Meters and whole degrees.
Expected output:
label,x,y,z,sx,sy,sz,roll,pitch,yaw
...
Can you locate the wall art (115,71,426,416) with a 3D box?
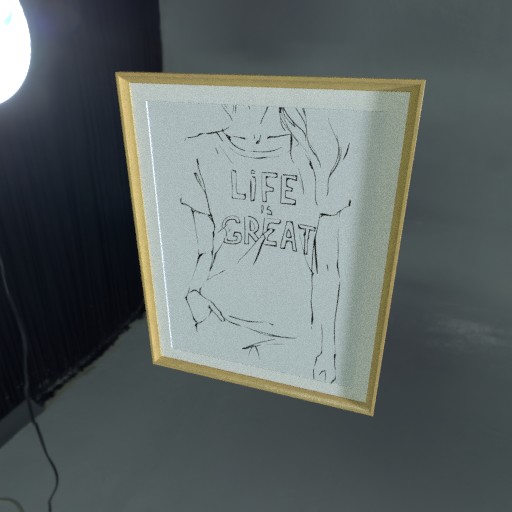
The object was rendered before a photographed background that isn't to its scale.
label,x,y,z,sx,sy,sz,roll,pitch,yaw
wall art,0.000,0.000,1.323,0.798,1.002,0.030,8,27,17
